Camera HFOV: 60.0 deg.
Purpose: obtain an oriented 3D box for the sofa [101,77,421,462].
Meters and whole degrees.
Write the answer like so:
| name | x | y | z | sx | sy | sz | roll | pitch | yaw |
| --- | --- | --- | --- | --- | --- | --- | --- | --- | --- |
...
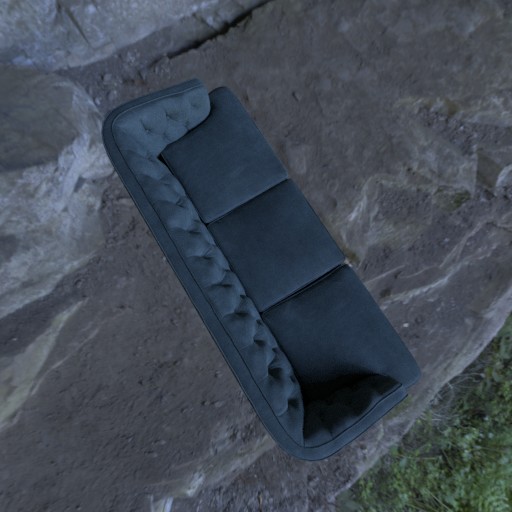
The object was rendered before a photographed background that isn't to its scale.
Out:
| name | x | y | z | sx | sy | sz | roll | pitch | yaw |
| --- | --- | --- | --- | --- | --- | --- | --- | --- | --- |
| sofa | 0.000 | 0.000 | 2.775 | 0.941 | 0.855 | 2.278 | -31 | 78 | -7 |
